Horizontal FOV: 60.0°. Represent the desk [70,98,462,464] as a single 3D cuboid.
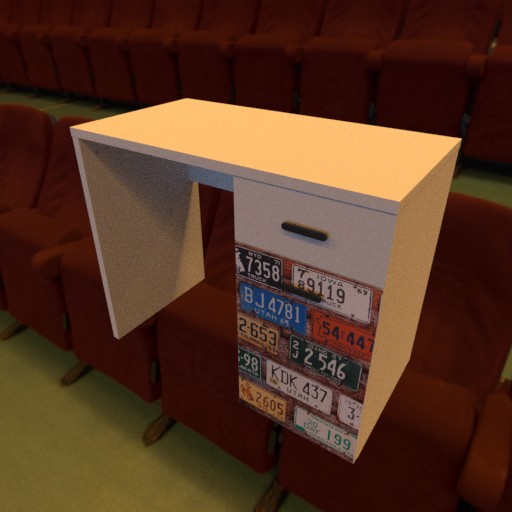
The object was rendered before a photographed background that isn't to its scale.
[{"bbox_3d":[0.000,0.000,1.320,0.898,0.730,0.482,19,35,29],"label":"desk"}]
